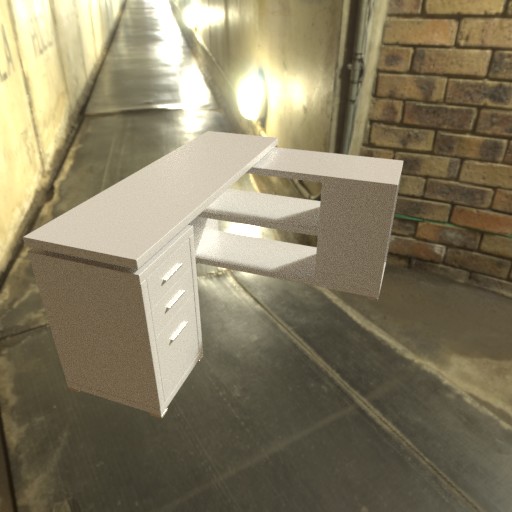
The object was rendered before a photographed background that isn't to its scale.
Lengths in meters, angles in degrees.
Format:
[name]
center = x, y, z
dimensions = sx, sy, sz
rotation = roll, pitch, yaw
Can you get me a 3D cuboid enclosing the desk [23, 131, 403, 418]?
[desk]
center = 0.000, 0.000, 2.194
dimensions = 1.200, 0.753, 1.524
rotation = 10, 32, 17
